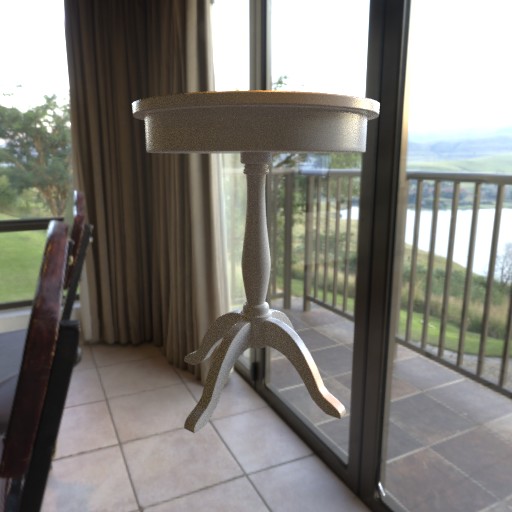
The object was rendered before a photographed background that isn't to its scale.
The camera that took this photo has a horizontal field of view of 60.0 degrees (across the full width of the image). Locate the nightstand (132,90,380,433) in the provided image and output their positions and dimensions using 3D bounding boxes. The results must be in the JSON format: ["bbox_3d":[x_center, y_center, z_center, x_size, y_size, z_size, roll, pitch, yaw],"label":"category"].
[{"bbox_3d":[0.000,0.000,1.022,0.513,0.653,0.513,-12,17,-43],"label":"nightstand"}]
